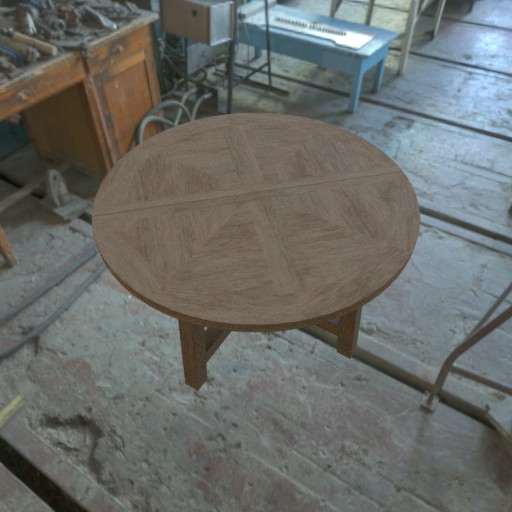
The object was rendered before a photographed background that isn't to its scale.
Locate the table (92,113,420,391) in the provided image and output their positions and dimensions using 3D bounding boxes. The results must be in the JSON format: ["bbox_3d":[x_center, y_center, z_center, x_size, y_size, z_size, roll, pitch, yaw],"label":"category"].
[{"bbox_3d":[0.000,0.000,2.111,1.319,0.762,1.319,0,46,0],"label":"table"}]
